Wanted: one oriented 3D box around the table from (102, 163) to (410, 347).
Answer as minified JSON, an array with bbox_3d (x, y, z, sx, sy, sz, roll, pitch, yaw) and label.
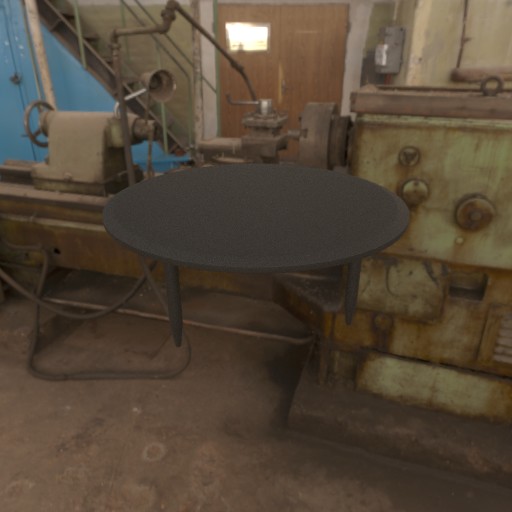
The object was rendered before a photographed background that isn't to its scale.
[{"bbox_3d":[0.000,0.000,1.441,0.900,0.400,0.900,0,26,0],"label":"table"}]
